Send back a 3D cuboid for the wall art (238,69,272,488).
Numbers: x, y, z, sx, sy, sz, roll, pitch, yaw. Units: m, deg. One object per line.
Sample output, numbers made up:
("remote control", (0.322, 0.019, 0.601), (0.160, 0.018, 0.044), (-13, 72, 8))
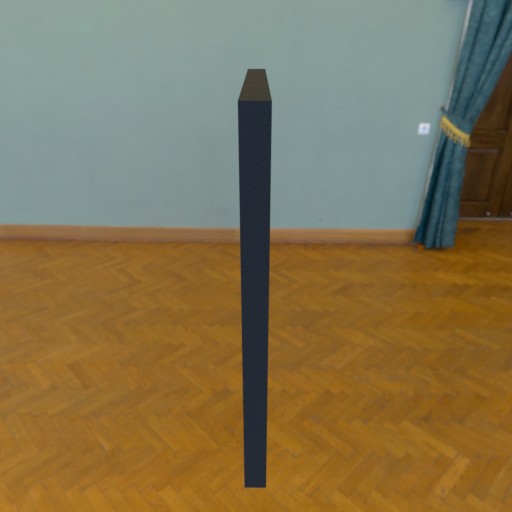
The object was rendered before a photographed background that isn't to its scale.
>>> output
("wall art", (0.000, 0.000, 0.753), (0.033, 0.559, 0.457), (0, 26, 0))
